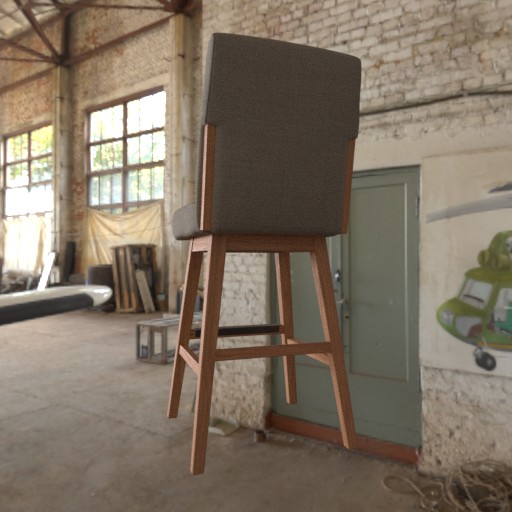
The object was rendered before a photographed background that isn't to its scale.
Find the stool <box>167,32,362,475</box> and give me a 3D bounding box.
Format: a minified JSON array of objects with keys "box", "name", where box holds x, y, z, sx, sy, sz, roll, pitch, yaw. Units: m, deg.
[{"box":[0.000,0.000,1.391,0.483,1.112,0.570,0,0,-19],"name":"stool"}]
